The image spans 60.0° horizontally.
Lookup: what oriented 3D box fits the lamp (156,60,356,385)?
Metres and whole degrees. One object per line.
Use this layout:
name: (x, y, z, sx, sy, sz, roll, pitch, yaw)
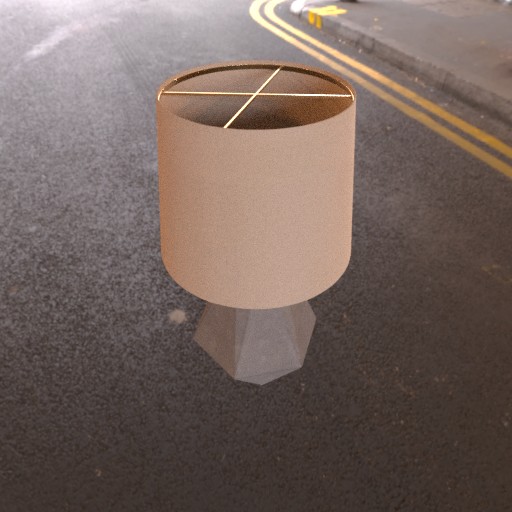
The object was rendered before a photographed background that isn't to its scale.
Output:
lamp: (0.000, 0.000, 0.672, 0.276, 0.501, 0.276, 0, 40, 0)
